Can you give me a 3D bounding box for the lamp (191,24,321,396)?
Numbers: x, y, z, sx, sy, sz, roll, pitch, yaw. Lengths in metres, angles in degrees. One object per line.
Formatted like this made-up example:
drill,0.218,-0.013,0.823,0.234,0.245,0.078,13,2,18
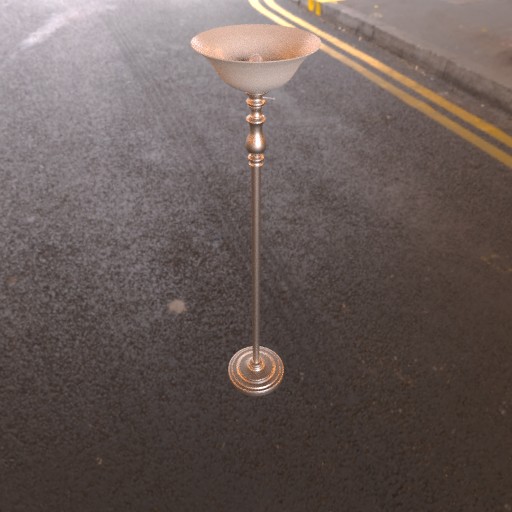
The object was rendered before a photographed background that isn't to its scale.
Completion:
lamp,0.000,0.000,1.959,0.405,1.771,0.405,12,42,14
